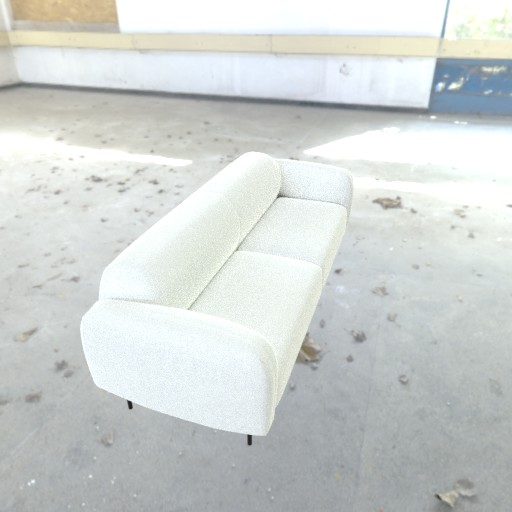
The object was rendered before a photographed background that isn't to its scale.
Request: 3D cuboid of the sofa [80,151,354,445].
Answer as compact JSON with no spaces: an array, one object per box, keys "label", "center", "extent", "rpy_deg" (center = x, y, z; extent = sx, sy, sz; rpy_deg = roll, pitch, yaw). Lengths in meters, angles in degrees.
[{"label":"sofa","center":[0.000,0.000,2.717],"extent":[0.870,0.780,2.280],"rpy_deg":[10,31,16]}]
